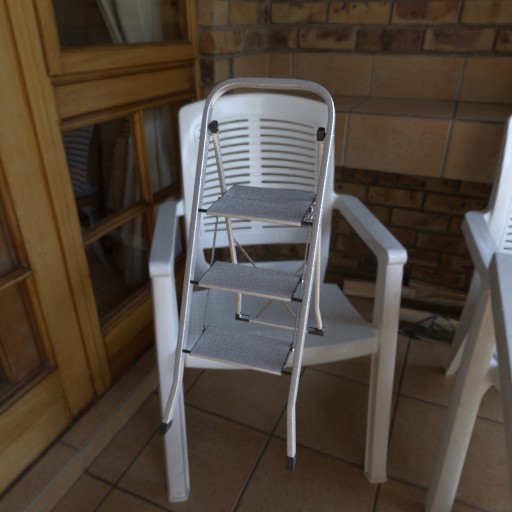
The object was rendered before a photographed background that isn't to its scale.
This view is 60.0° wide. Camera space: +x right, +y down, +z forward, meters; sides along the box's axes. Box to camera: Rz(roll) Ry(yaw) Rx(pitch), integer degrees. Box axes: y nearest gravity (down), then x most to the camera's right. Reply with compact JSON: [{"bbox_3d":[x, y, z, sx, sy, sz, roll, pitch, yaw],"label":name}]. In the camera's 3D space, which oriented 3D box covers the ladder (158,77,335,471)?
[{"bbox_3d":[0.000,0.000,1.468,0.465,1.070,0.704,8,29,16],"label":"ladder"}]
